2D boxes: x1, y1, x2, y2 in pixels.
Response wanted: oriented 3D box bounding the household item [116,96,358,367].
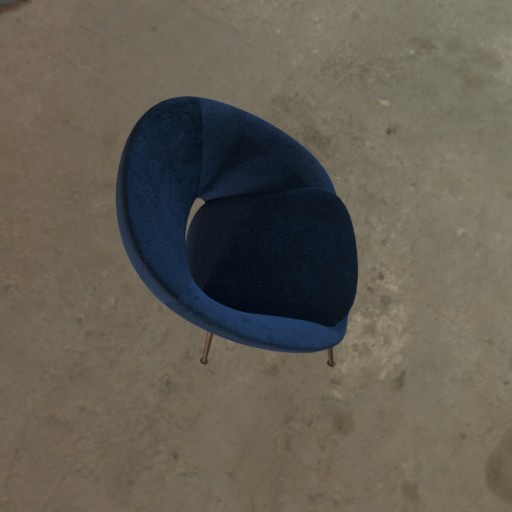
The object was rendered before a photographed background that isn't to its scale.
[{"bbox_3d":[0.000,0.000,1.273,0.573,0.852,0.623,1,65,0],"label":"household item"}]
